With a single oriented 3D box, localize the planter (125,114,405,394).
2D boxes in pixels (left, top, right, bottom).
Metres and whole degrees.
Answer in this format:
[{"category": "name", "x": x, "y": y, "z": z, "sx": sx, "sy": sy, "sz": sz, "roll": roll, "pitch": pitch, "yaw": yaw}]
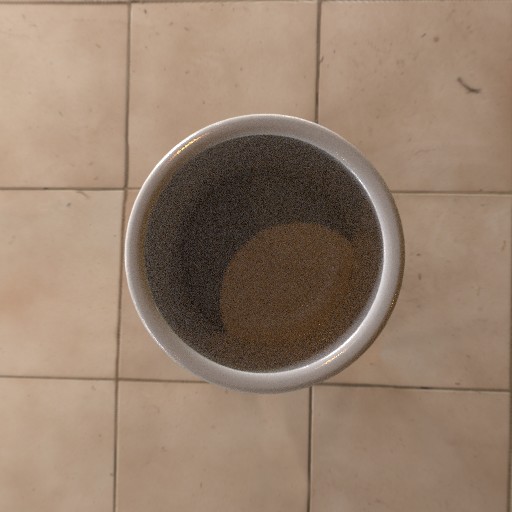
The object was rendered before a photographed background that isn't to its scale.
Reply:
[{"category": "planter", "x": 0.000, "y": 0.000, "z": 0.753, "sx": 0.361, "sy": 0.480, "sz": 0.360, "roll": 0, "pitch": 89, "yaw": 2}]
